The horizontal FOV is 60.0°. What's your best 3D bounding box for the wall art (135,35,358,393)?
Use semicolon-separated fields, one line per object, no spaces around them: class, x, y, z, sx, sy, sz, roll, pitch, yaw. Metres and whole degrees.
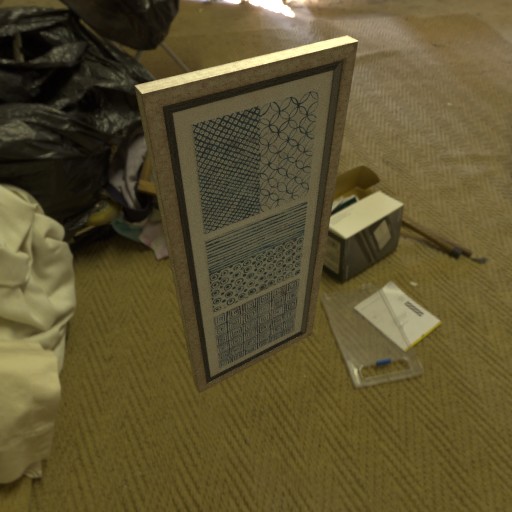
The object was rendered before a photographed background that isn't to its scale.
wall art;0.000;0.000;1.685;0.648;1.461;0.051;-23;50;-21
